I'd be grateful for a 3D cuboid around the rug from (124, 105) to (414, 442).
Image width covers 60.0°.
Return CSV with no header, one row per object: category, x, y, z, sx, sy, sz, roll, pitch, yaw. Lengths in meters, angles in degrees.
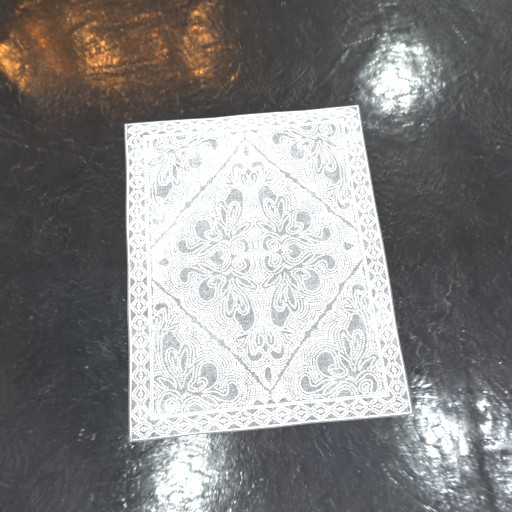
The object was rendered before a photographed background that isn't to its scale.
rug,0.000,0.000,4.141,2.438,0.012,3.048,-5,75,-1
